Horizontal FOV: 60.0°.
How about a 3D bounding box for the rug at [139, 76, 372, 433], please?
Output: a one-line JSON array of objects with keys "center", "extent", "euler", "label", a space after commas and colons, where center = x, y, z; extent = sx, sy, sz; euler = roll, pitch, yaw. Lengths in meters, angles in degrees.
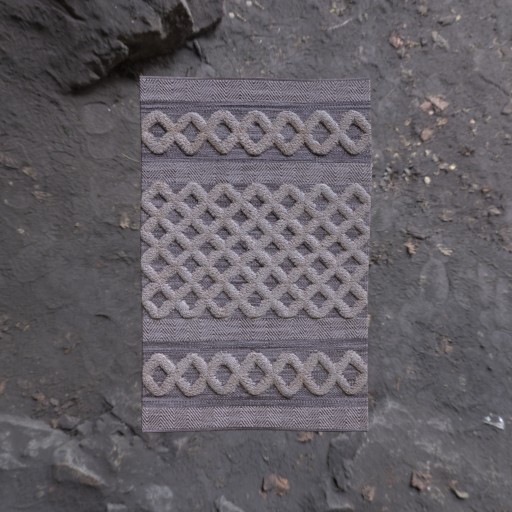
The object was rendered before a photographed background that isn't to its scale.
[{"center": [0.000, 0.000, 2.897], "extent": [1.513, 0.033, 2.333], "euler": [0, 91, -1], "label": "rug"}]
